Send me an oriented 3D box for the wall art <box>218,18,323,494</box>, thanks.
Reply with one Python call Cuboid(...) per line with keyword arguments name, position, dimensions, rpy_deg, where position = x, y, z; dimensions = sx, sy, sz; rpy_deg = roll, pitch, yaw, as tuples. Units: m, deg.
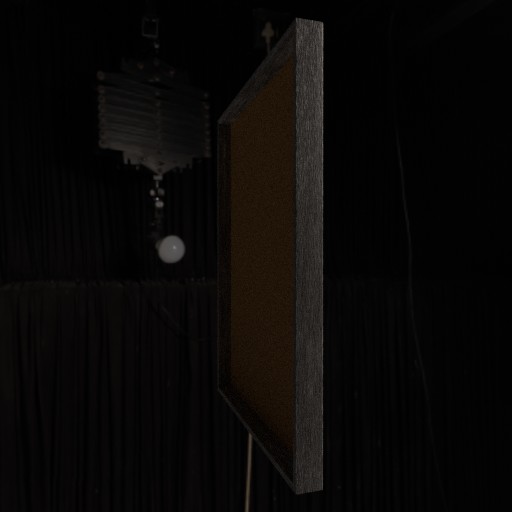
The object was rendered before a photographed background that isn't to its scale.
Cuboid(name="wall art", position=(0.000, 0.000, 1.317), dimensions=(0.063, 1.016, 0.762), rpy_deg=(0, 0, -18))
